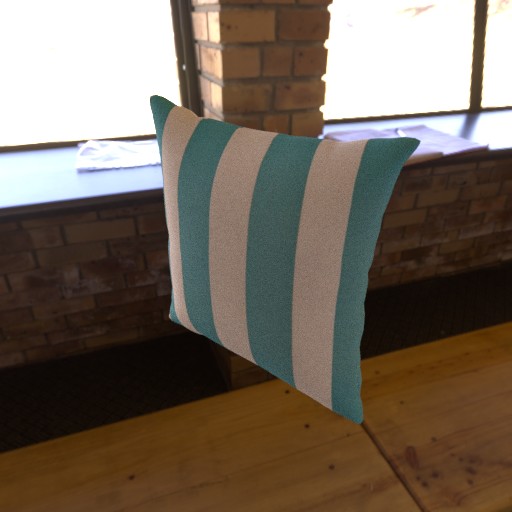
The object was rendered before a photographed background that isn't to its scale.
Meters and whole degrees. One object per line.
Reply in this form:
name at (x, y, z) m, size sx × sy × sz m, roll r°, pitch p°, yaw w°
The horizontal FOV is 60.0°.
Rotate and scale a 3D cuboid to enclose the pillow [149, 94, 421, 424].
pillow at (0.000, 0.000, 0.826) m, size 0.536 × 0.526 × 0.189 m, roll 21°, pitch 35°, yaw 33°
